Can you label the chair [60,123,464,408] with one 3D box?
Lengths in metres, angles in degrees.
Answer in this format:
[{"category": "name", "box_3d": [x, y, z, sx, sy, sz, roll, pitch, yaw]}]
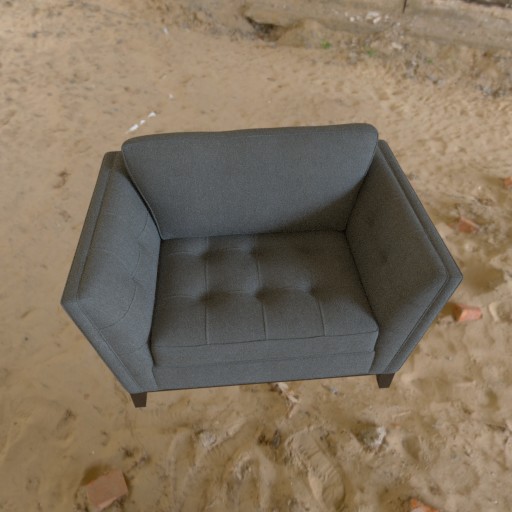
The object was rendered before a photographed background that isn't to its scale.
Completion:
[{"category": "chair", "box_3d": [0.000, 0.000, 2.067, 1.396, 0.942, 0.965, -3, 45, -3]}]
